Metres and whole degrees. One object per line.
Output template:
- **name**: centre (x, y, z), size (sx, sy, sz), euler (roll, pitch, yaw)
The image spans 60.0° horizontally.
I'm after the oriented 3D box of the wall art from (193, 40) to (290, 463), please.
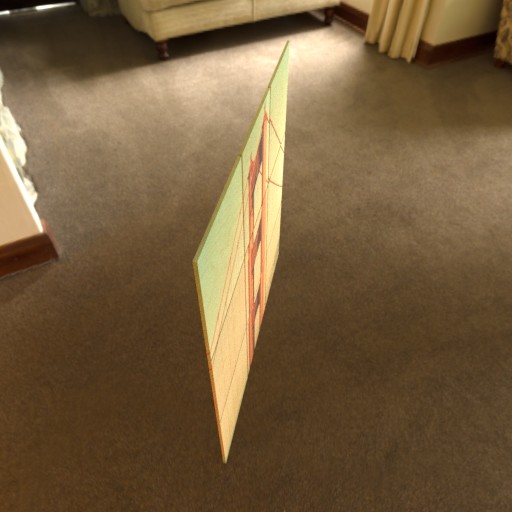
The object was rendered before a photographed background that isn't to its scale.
- **wall art**: centre (0.000, 0.000, 2.227), size (0.013, 1.523, 1.517), euler (9, 47, 8)
